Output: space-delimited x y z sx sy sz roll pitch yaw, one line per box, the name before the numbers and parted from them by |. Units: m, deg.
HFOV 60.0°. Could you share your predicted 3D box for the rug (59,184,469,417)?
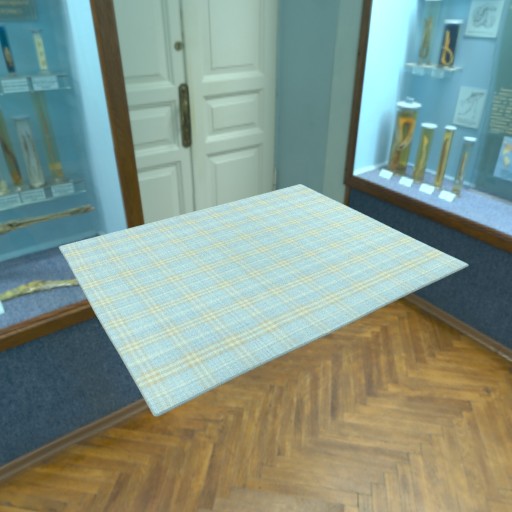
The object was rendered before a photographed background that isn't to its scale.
rug | 0.000 0.000 4.201 3.066 0.030 2.462 -19 35 -29
